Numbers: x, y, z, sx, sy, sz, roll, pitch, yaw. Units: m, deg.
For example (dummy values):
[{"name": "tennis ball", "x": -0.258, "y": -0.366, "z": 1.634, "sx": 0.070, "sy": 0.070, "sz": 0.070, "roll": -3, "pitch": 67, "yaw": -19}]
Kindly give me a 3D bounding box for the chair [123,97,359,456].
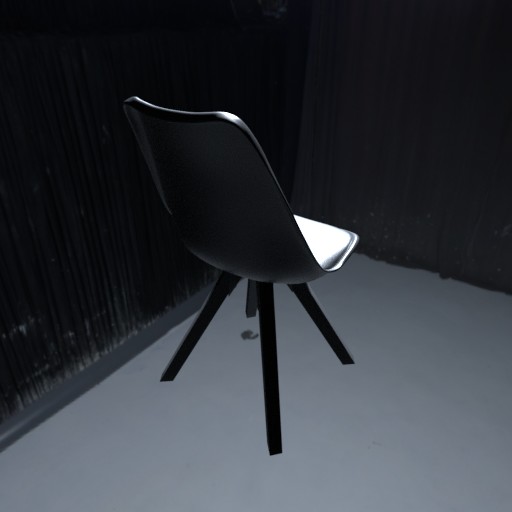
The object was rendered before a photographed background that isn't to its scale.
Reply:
[{"name": "chair", "x": 0.000, "y": 0.000, "z": 1.176, "sx": 0.485, "sy": 0.850, "sz": 0.530, "roll": 21, "pitch": 36, "yaw": 32}]
